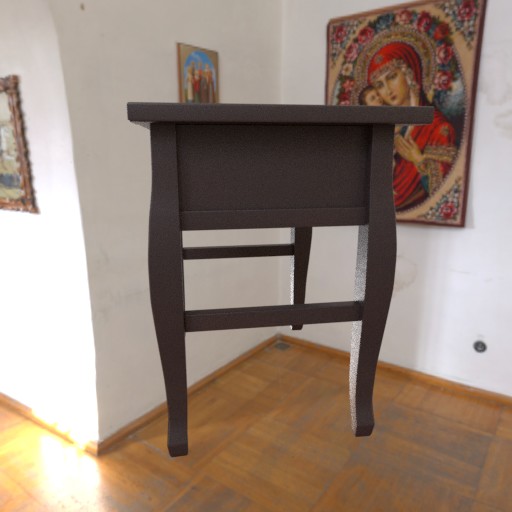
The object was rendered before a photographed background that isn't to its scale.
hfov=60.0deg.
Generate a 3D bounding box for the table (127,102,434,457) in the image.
[{"bbox_3d":[0.000,0.000,1.006,0.460,0.605,0.602,-2,14,-9],"label":"table"}]
